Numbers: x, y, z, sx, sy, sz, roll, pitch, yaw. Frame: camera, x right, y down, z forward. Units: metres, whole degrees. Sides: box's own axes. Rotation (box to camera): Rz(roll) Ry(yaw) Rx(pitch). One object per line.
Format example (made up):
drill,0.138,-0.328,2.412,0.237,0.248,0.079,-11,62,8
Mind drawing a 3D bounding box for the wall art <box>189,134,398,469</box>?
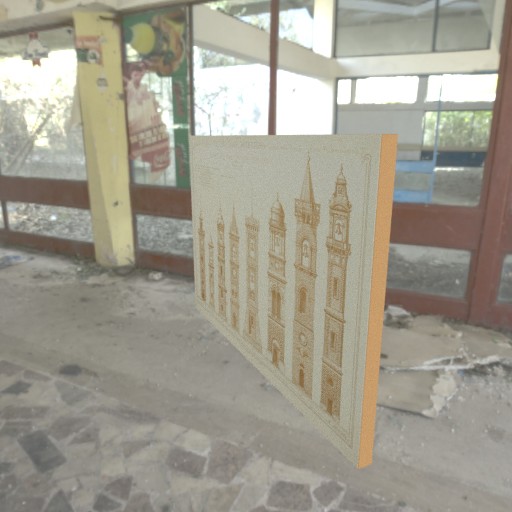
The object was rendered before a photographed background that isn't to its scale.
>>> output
wall art,0.000,0.000,1.156,0.033,0.608,0.915,-7,17,-26
